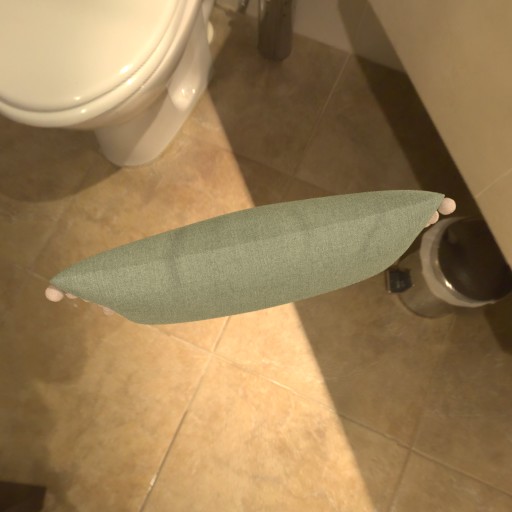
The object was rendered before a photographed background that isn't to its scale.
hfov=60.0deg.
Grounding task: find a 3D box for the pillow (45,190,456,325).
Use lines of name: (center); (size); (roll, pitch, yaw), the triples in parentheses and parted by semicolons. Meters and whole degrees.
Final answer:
pillow: (0.000, 0.000, 0.861); (0.709, 0.322, 0.201); (-13, 77, -3)
